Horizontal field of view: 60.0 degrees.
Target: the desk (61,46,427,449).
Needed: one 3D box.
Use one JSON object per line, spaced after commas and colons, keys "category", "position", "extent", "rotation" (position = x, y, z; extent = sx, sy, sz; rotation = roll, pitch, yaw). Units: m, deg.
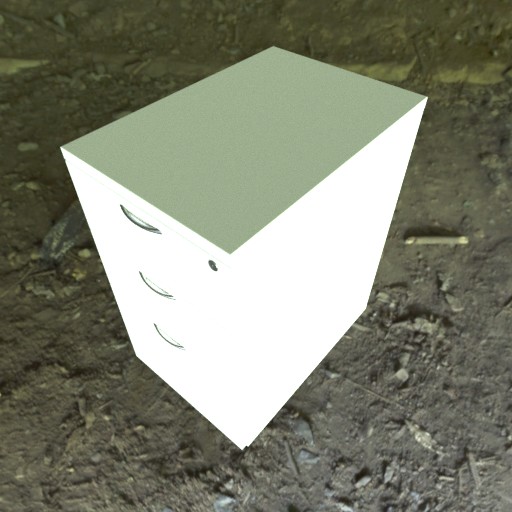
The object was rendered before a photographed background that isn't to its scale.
{"category": "desk", "position": [0.000, 0.000, 1.094], "extent": [0.404, 0.730, 0.600], "rotation": [32, 54, 27]}
